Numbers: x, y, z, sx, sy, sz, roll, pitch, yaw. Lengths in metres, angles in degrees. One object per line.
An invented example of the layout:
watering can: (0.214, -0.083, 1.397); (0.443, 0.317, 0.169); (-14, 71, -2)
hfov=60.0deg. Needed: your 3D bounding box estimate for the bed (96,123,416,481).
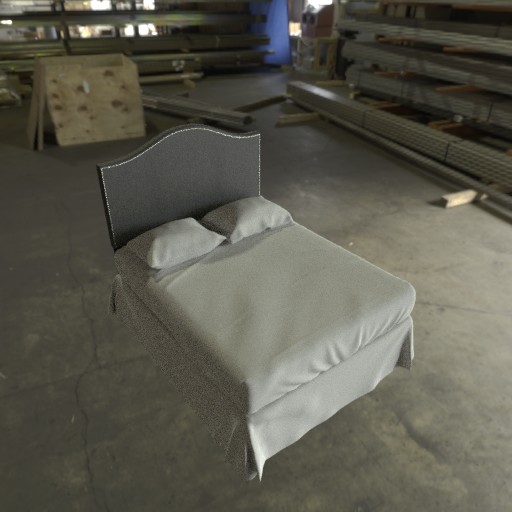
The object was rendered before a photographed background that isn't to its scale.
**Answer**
bed: (0.000, 0.000, 3.509); (1.876, 1.645, 2.221); (-21, 37, -31)
